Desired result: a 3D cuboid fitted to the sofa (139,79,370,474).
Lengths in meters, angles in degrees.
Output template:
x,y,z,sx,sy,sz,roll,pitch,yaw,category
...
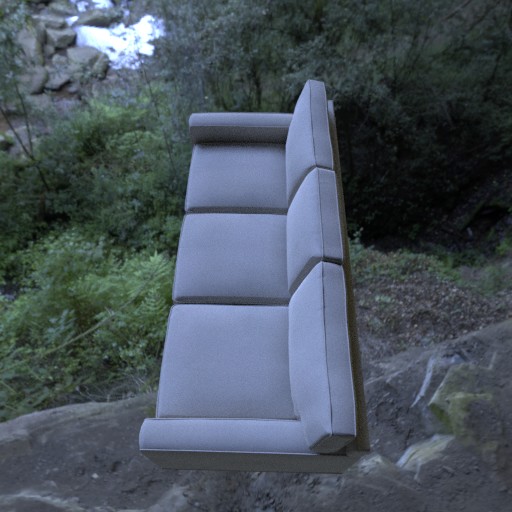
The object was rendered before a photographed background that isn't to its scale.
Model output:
x,y,z,sx,sy,sz,roll,pitch,yaw,category
0.000,0.000,2.472,0.935,0.862,2.088,1,57,1,sofa
